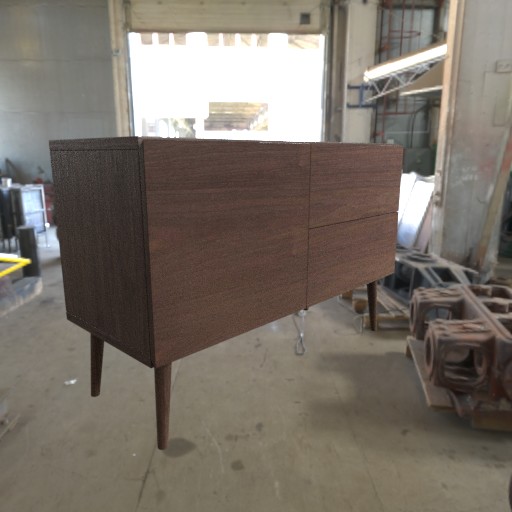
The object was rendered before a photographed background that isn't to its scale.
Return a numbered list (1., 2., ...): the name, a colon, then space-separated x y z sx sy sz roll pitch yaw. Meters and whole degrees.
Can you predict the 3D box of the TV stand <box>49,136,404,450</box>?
1. TV stand: 0.000 0.000 1.329 0.405 0.660 0.990 12 18 42
